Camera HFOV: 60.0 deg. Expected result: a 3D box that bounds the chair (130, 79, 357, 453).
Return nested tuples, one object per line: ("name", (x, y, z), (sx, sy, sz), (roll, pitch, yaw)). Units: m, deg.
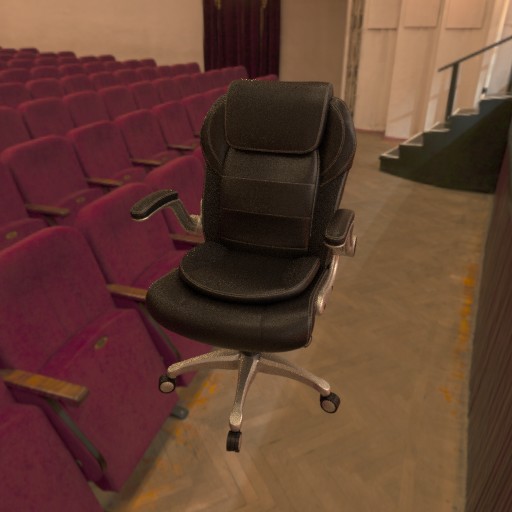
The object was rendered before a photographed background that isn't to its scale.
("chair", (0.000, 0.000, 1.615), (0.724, 1.141, 0.801), (8, 28, 17))
